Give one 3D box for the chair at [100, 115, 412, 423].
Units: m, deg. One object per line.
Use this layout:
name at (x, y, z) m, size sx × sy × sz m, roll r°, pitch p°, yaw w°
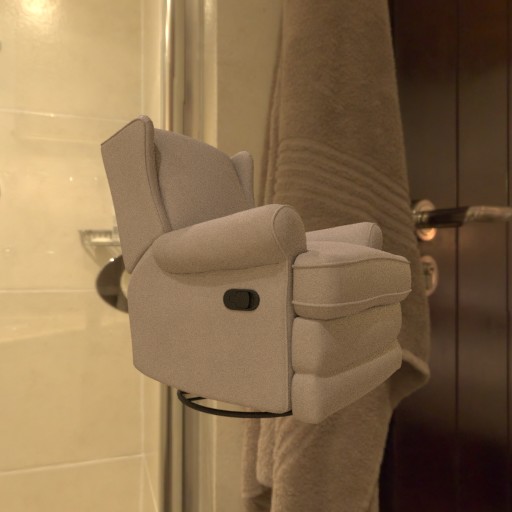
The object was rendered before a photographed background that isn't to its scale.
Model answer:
chair at (0.000, 0.000, 1.649) m, size 0.969 × 1.011 × 0.847 m, roll 0°, pitch -1°, yaw 34°
